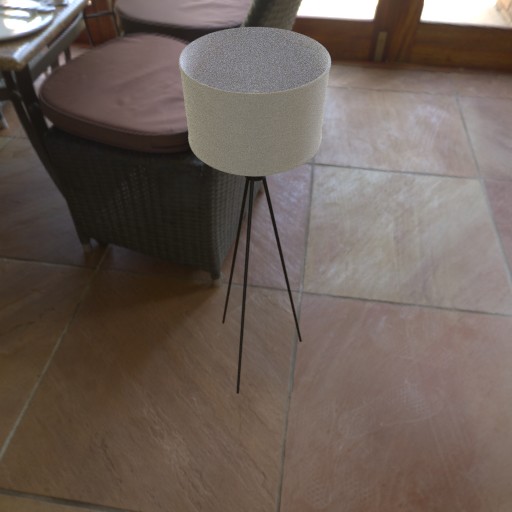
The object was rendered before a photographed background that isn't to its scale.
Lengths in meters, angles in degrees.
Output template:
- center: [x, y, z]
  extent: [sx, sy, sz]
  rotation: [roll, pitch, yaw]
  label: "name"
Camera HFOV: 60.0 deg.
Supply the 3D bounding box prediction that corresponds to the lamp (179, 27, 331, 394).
- center: [0.000, 0.000, 1.750]
  extent: [0.448, 1.545, 0.458]
  rotation: [9, 48, 8]
  label: "lamp"
